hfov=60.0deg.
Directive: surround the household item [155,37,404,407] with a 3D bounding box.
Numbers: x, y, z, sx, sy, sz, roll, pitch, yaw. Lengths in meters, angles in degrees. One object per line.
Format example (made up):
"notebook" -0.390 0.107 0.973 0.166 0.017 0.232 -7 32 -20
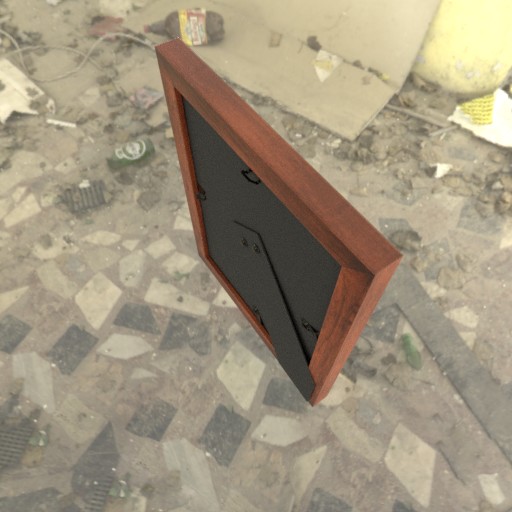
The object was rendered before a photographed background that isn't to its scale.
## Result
"household item" 0.000 0.000 0.344 0.020 0.250 0.200 -31 63 -17
